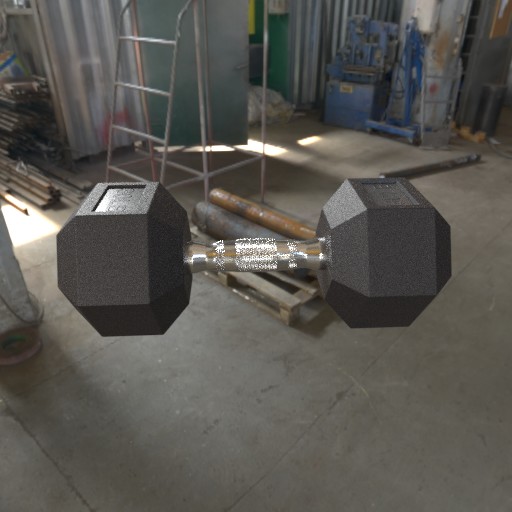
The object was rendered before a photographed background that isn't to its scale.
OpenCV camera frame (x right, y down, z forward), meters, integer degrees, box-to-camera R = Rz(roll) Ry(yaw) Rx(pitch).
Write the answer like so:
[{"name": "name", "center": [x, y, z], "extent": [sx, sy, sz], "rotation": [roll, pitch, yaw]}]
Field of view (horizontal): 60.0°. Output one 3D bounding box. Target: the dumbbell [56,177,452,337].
[{"name": "dumbbell", "center": [0.000, 0.000, 0.415], "extent": [0.337, 0.123, 0.142], "rotation": [-1, 30, -3]}]
